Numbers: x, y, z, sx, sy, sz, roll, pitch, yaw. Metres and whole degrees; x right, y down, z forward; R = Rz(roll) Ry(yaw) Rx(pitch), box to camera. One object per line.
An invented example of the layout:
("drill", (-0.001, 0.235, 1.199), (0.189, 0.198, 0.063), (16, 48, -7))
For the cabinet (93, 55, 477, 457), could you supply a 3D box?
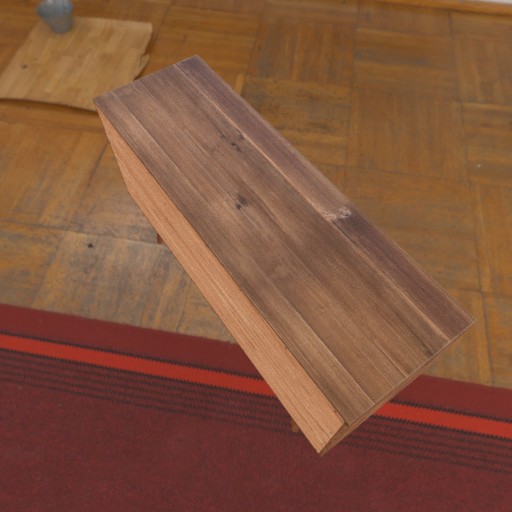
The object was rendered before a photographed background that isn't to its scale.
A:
("cabinet", (0.000, 0.000, 1.736), (0.472, 0.800, 1.400), (-31, 63, -18))
